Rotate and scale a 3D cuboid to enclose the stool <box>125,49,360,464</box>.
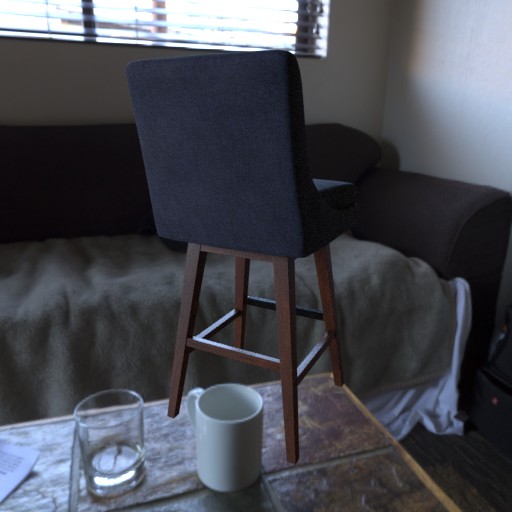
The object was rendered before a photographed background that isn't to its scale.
[{"bbox_3d":[0.000,0.000,1.348,0.489,1.068,0.572,9,19,27],"label":"stool"}]
